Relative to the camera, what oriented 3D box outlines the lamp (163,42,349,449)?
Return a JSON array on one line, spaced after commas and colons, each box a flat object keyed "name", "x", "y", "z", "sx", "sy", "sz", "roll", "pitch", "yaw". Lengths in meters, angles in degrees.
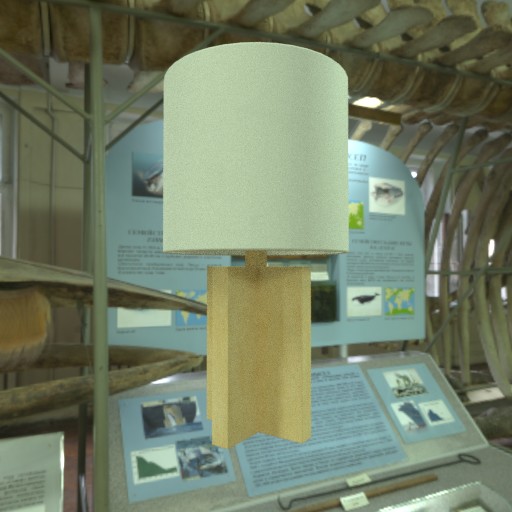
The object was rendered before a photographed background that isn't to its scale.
[{"name": "lamp", "x": 0.000, "y": 0.000, "z": 0.557, "sx": 0.229, "sy": 0.428, "sz": 0.229, "roll": -1, "pitch": -2, "yaw": 35}]
